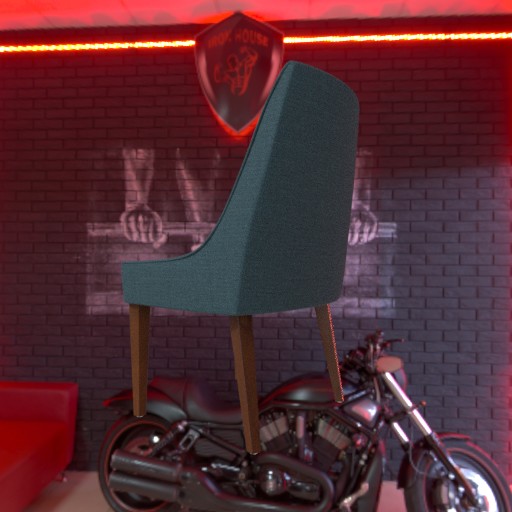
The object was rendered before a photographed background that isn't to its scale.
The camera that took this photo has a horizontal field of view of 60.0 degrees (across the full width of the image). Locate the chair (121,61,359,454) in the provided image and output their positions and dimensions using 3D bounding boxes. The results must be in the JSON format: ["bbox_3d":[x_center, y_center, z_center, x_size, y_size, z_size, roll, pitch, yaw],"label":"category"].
[{"bbox_3d":[0.000,0.000,1.236,0.544,0.861,0.529,0,0,36],"label":"chair"}]
